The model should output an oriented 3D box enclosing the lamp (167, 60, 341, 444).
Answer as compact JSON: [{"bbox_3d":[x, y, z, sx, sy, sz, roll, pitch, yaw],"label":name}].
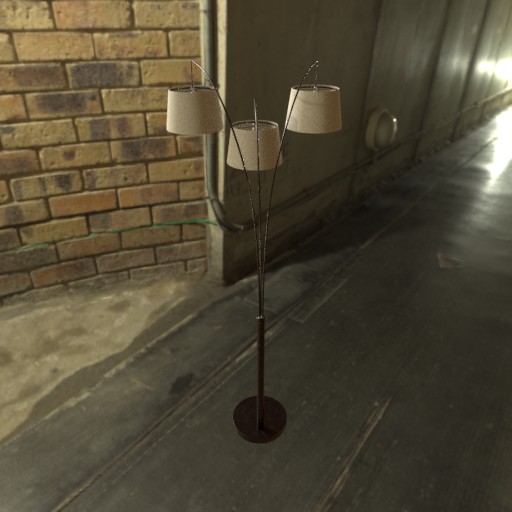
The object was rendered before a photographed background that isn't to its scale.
[{"bbox_3d":[0.000,0.000,2.467,0.951,1.950,0.924,-1,29,-1],"label":"lamp"}]
